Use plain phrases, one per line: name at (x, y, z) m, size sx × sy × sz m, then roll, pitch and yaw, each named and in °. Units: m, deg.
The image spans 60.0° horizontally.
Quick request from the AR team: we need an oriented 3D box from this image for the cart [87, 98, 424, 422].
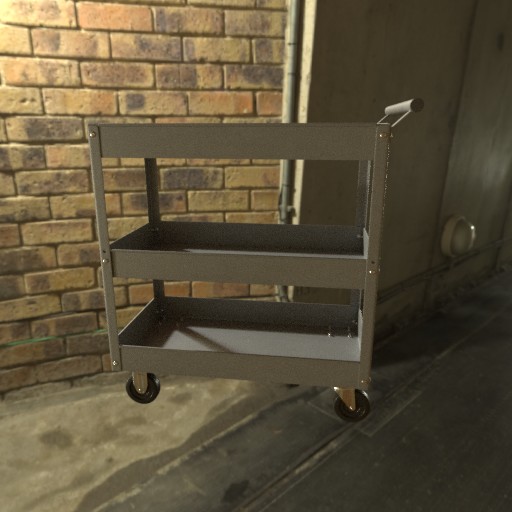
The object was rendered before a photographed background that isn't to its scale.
cart at (0.000, 0.000, 1.198) m, size 0.719 × 0.780 × 0.366 m, roll 2°, pitch 16°, yaw 8°
